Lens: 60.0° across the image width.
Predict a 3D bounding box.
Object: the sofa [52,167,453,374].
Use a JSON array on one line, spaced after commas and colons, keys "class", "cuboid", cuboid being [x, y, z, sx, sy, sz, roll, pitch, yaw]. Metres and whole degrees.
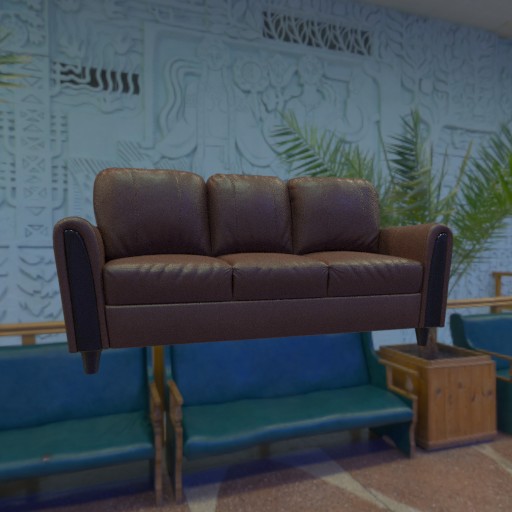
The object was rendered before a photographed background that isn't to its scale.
[{"class": "sofa", "cuboid": [0.000, 0.000, 2.323, 1.862, 0.915, 0.802, -1, 2, -18]}]
